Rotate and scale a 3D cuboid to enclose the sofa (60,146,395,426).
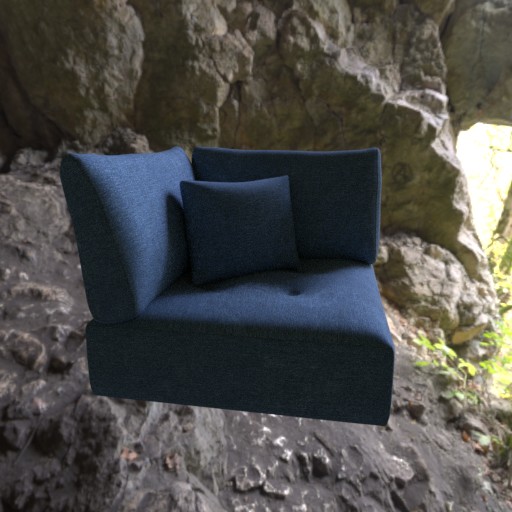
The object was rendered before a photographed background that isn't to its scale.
[{"bbox_3d":[0.000,0.000,1.741,1.000,0.820,1.000,3,15,10],"label":"sofa"}]
